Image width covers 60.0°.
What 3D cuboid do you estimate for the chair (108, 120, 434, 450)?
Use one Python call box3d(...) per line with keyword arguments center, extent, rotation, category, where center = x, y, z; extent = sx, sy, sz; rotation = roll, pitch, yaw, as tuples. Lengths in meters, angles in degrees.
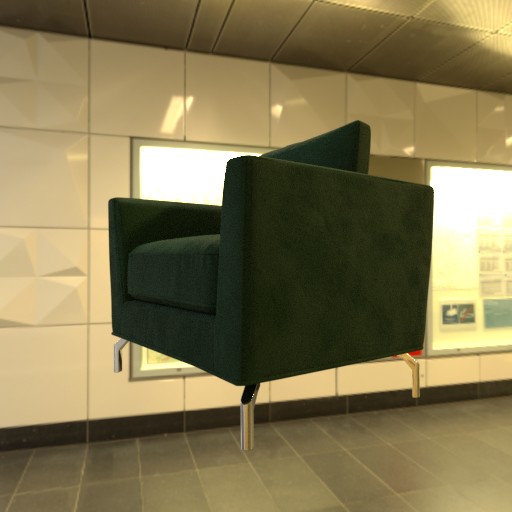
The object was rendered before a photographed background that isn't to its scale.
box3d(center=(0.000, 0.000, 1.757), extent=(0.852, 0.997, 1.047), rotation=(0, -1, -36), category="chair")
